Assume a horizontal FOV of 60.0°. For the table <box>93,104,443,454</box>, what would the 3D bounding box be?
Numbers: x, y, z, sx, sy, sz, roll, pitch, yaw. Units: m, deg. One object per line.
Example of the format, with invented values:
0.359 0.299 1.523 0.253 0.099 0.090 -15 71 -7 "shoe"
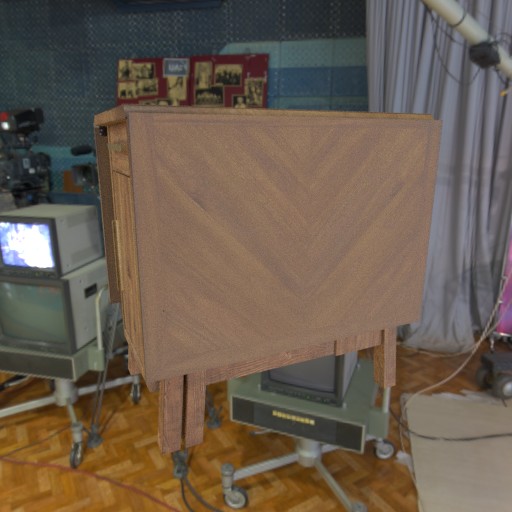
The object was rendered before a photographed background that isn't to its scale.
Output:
0.000 0.000 1.615 0.967 0.981 0.701 -7 16 -25 "table"
